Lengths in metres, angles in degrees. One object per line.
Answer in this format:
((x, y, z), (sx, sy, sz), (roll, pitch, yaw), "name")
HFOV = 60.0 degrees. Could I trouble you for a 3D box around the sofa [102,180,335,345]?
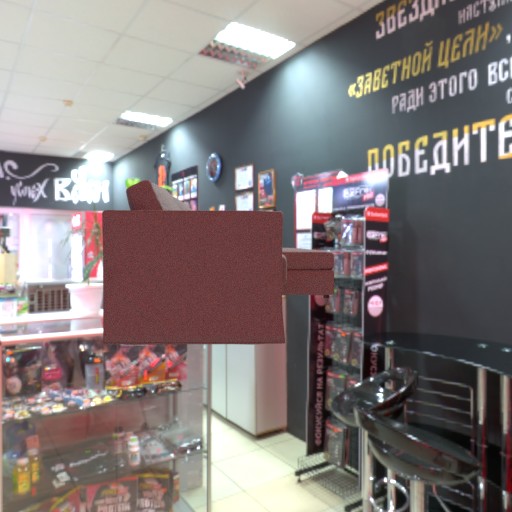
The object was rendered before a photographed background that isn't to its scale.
((0.000, 0.000, 3.840), (1.622, 0.867, 3.177), (0, 1, -1), "sofa")
